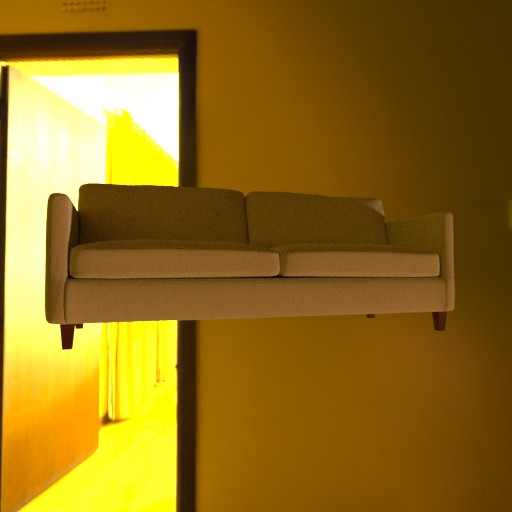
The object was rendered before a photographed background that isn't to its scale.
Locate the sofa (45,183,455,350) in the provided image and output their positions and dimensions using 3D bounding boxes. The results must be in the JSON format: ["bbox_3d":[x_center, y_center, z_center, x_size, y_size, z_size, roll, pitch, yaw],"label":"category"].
[{"bbox_3d":[0.000,0.000,2.923,2.434,0.965,0.948,1,-2,-18],"label":"sofa"}]
